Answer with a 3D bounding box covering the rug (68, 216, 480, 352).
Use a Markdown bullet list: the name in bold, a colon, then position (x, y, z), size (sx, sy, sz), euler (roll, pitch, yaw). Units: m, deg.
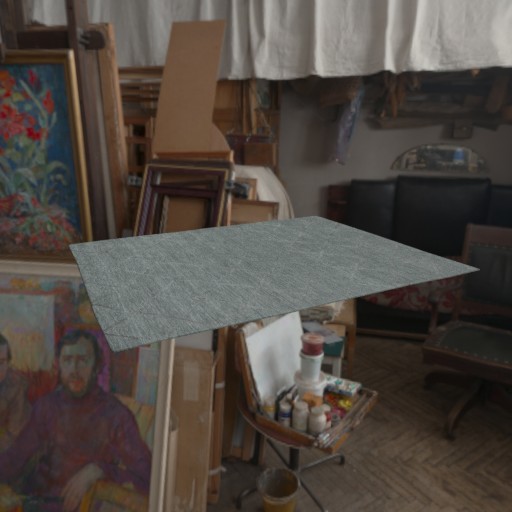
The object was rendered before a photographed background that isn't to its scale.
- **rug**: position (0.000, 0.000, 4.108), size (3.048, 0.013, 2.438), euler (-9, 19, -26)
